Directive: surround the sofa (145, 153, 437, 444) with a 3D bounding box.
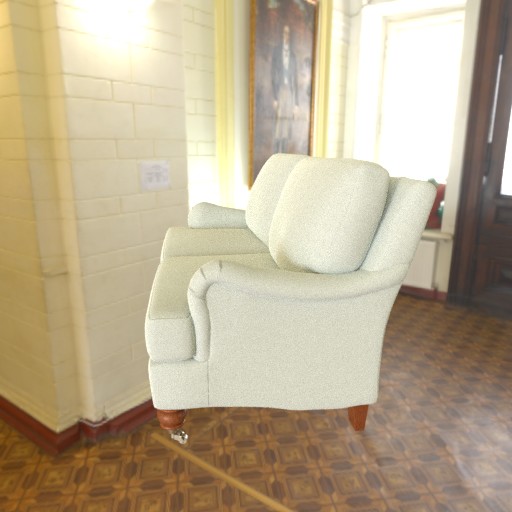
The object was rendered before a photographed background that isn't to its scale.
[{"bbox_3d":[0.000,0.000,2.484,1.084,1.101,1.853,-2,14,-8],"label":"sofa"}]
